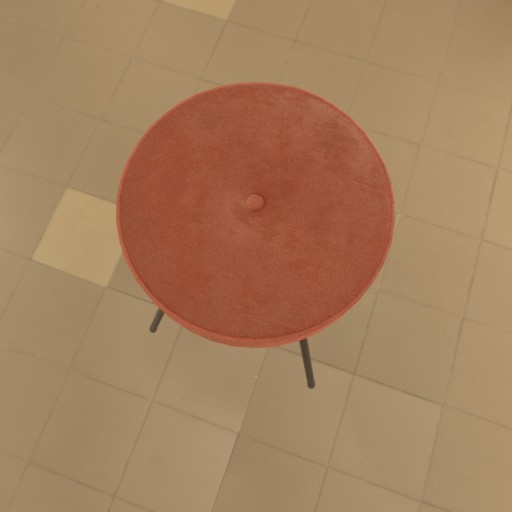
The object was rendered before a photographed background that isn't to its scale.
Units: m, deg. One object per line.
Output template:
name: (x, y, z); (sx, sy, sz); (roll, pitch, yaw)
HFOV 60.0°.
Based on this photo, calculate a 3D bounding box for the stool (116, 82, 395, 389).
stool: (0.000, 0.000, 0.915); (0.457, 0.593, 0.421); (18, 76, 5)
